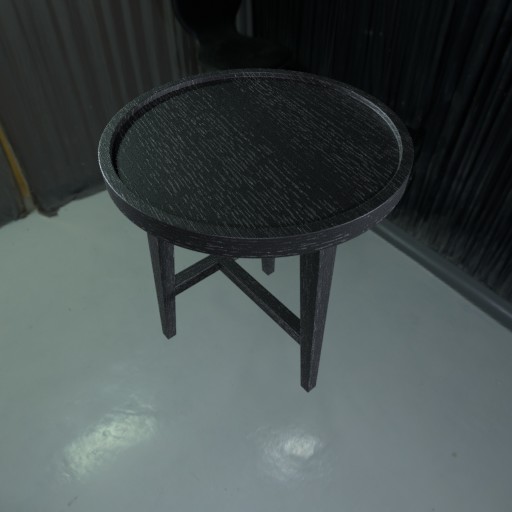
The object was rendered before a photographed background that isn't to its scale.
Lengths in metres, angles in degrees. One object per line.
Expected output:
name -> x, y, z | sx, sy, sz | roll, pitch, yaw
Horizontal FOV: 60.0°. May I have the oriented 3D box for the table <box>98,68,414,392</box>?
table -> 0.000, 0.000, 0.742 | 0.399, 0.460, 0.399 | 0, 46, 0
